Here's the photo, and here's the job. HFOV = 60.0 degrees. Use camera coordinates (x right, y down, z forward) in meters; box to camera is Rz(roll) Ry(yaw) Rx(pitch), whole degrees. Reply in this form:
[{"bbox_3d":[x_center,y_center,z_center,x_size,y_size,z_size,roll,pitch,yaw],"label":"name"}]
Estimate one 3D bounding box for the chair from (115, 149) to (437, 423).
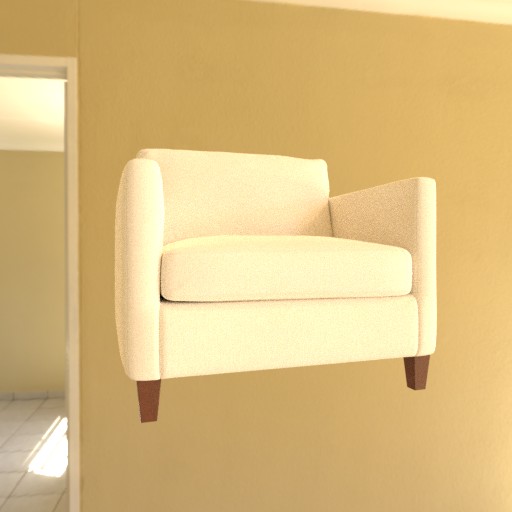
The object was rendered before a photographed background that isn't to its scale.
[{"bbox_3d":[0.000,0.000,1.695,1.019,0.885,0.878,0,0,-19],"label":"chair"}]
